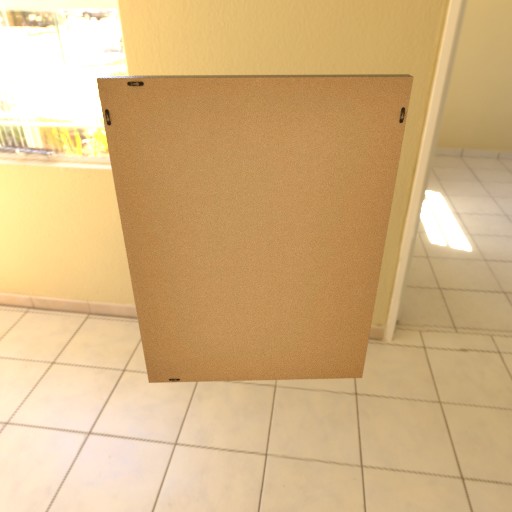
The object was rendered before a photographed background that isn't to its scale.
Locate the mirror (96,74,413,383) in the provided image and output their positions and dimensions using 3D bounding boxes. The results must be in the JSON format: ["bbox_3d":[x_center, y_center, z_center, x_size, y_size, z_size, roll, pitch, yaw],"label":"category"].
[{"bbox_3d":[0.000,0.000,1.336,0.762,1.016,0.041,-1,31,-1],"label":"mirror"}]
